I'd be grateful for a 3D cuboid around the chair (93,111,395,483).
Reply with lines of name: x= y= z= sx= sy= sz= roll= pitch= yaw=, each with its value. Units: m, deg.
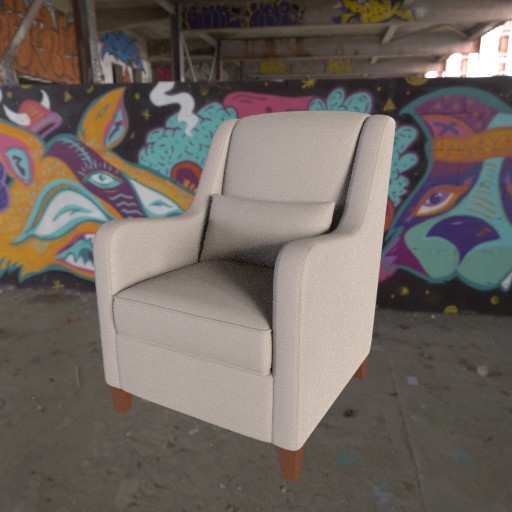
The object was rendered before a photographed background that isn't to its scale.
chair: x=0.000 y=0.000 z=1.557 sx=0.715 sy=1.010 sz=0.863 roll=8 pitch=16 yaw=28
